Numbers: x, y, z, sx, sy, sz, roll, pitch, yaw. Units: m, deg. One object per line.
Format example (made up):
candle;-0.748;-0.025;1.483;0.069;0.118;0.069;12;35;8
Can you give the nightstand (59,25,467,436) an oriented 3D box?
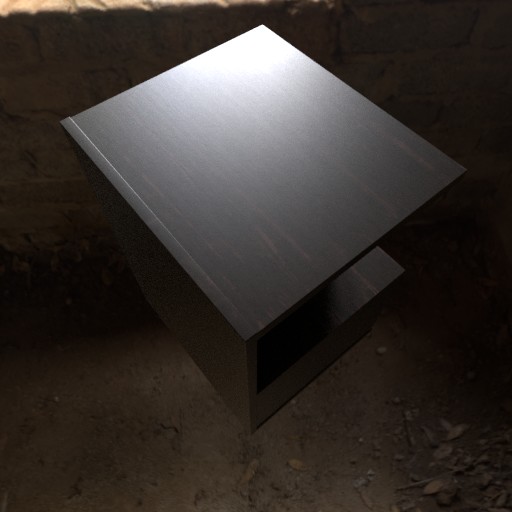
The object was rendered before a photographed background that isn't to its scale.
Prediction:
nightstand;0.000;0.000;0.812;0.356;0.559;0.400;-35;65;-19
